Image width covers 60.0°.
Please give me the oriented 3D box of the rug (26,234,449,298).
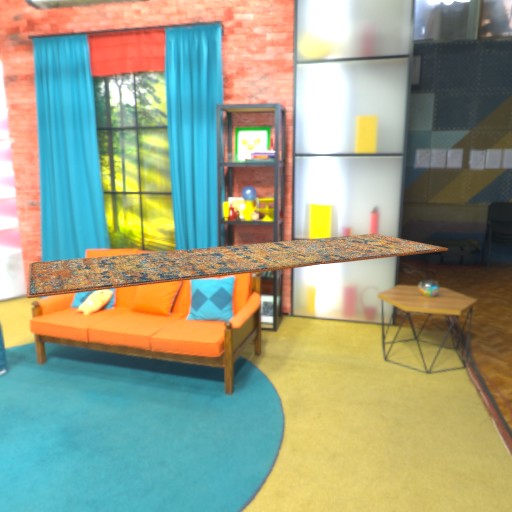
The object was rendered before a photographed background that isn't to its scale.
[{"bbox_3d":[0.000,0.000,2.473,2.274,0.016,0.651,-6,13,-25],"label":"rug"}]
